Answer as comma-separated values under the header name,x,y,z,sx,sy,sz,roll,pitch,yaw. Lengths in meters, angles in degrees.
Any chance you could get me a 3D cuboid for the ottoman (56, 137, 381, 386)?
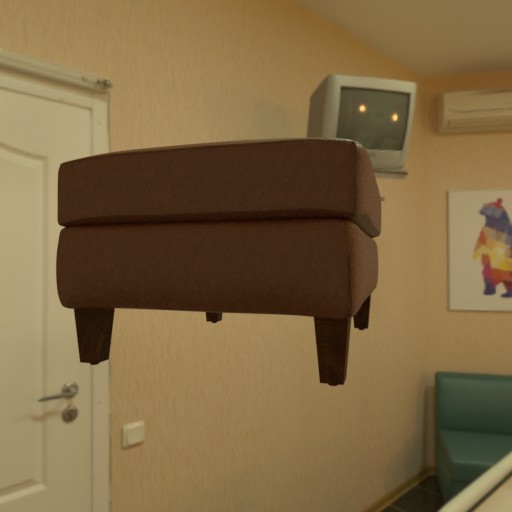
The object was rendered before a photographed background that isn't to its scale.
name,x,y,z,sx,sy,sz,roll,pitch,yaw
ottoman,0.000,0.000,1.224,0.650,0.485,0.851,0,0,18
